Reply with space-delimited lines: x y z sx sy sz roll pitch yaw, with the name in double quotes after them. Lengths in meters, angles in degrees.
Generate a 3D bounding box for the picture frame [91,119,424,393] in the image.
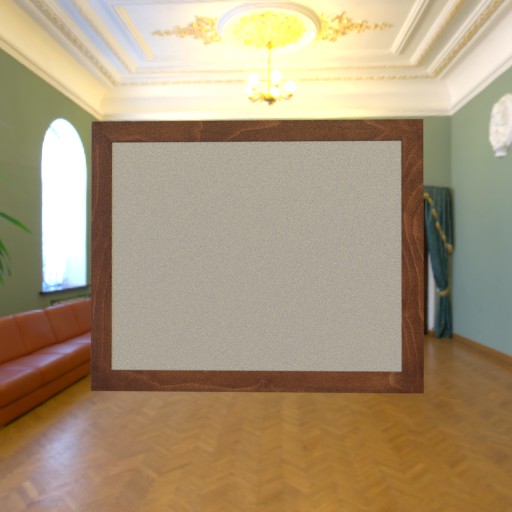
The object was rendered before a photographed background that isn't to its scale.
0.000 0.000 0.757 0.559 0.457 0.025 0 0 1 "picture frame"
